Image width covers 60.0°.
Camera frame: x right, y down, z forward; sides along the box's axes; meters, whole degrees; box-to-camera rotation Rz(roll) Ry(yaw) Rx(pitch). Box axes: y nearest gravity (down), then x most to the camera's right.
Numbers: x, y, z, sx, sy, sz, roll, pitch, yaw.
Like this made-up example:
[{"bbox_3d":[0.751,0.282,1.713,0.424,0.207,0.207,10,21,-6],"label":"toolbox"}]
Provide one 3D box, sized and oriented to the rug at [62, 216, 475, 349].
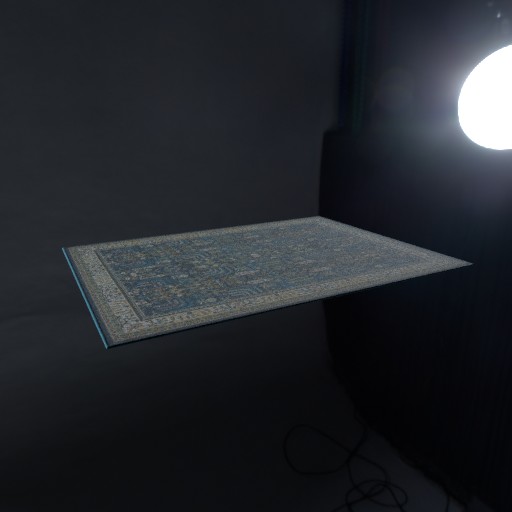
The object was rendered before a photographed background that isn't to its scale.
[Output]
[{"bbox_3d":[0.000,0.000,4.027,3.044,0.015,2.226,-9,19,-27],"label":"rug"}]
